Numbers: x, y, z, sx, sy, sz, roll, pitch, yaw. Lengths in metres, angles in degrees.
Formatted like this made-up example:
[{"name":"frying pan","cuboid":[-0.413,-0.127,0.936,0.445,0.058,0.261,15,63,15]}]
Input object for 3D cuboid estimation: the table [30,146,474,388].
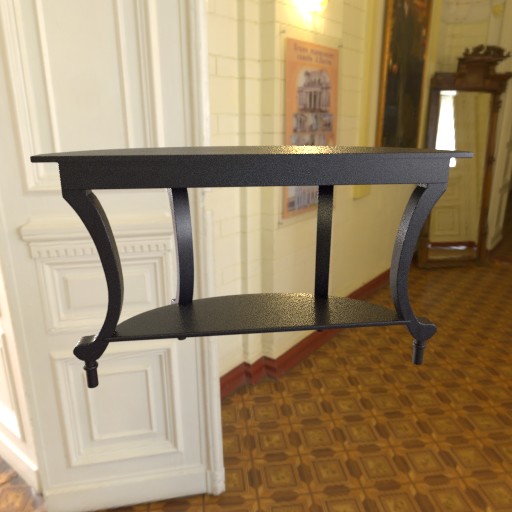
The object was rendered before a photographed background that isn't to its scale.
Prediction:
[{"name":"table","cuboid":[0.000,0.000,1.476,1.198,0.692,0.394,-2,17,-7]}]
